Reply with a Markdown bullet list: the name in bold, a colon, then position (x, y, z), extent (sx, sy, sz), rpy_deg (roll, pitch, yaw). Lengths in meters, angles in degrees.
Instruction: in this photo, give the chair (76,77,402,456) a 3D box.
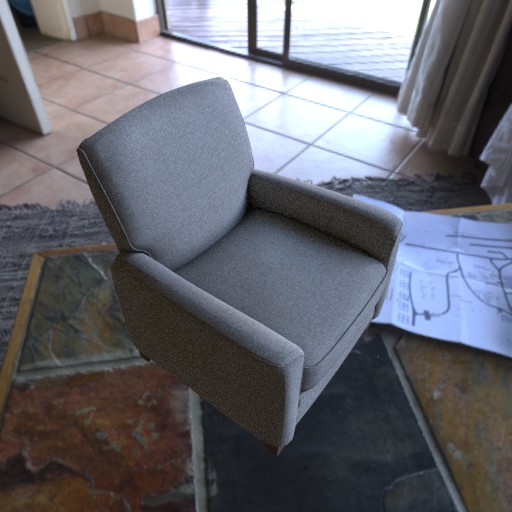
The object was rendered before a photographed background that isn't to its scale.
- **chair**: position (0.000, 0.000, 1.640), extent (0.864, 1.014, 0.848), rpy_deg (27, 49, 26)
